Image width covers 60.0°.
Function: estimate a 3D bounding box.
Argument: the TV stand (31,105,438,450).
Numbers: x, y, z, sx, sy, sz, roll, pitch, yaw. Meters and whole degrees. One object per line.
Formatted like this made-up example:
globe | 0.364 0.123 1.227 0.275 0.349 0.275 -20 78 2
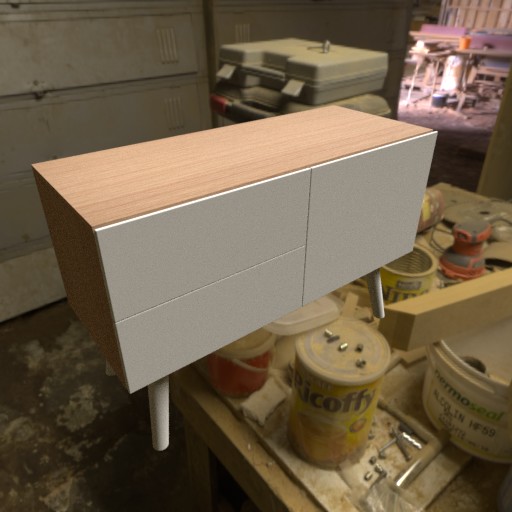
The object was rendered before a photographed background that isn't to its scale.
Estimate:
TV stand | 0.000 0.000 1.308 0.991 0.660 0.407 -22 37 -31
